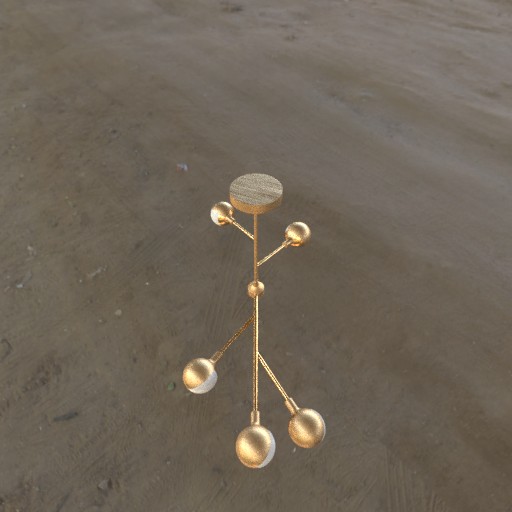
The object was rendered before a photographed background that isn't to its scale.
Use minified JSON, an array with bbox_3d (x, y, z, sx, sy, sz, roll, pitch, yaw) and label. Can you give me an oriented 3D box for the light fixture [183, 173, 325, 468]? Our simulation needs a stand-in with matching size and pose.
[{"bbox_3d":[0.000,0.000,0.971,0.434,0.362,0.778,11,46,11],"label":"light fixture"}]
